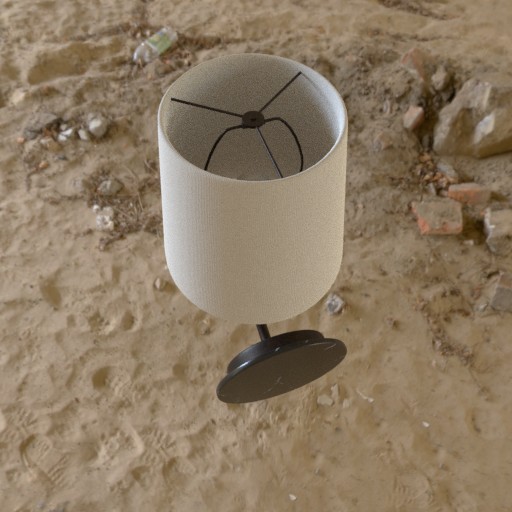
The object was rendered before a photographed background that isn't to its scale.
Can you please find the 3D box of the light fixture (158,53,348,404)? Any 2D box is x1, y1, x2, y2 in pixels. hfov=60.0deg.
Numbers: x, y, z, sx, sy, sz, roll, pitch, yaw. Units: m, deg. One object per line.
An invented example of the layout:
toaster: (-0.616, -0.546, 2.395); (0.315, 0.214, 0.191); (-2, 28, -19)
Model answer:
light fixture: (0.000, 0.000, 0.433); (0.168, 0.337, 0.188); (-15, 59, -10)
